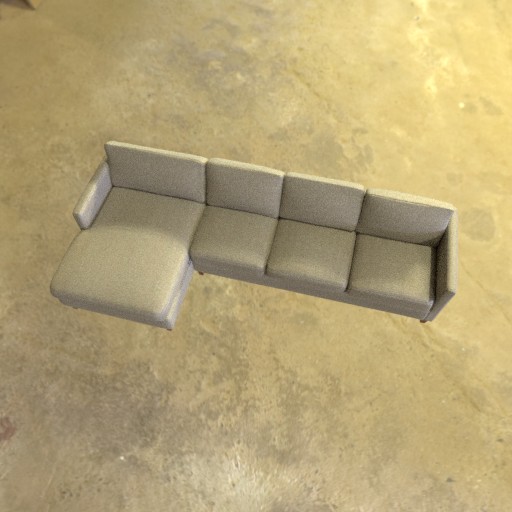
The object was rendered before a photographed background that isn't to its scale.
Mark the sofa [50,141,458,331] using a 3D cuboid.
[{"bbox_3d":[0.000,0.000,3.789,3.201,0.876,1.502,12,59,7],"label":"sofa"}]
